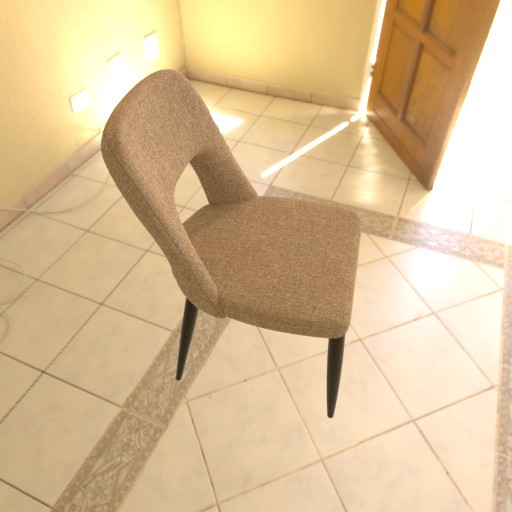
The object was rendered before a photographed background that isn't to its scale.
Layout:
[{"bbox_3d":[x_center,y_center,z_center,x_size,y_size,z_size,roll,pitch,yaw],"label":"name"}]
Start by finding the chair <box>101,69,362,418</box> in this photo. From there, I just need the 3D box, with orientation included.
[{"bbox_3d":[0.000,0.000,1.279,0.612,0.931,0.470,10,47,9],"label":"chair"}]
